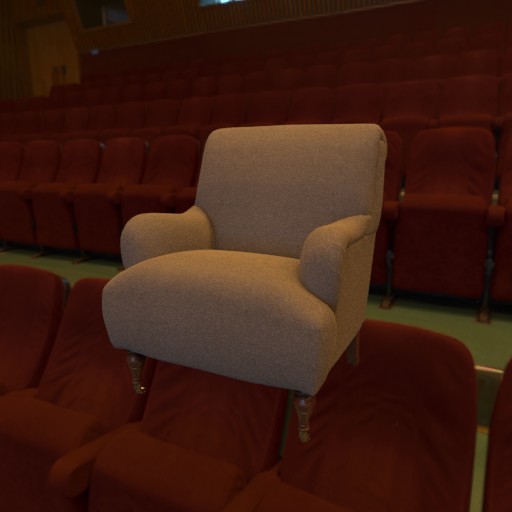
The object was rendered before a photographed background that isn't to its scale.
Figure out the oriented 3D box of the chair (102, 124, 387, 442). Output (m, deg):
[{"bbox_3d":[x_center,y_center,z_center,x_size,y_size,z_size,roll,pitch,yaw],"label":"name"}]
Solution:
[{"bbox_3d":[0.000,0.000,1.591,0.766,0.942,0.843,6,14,26],"label":"chair"}]
